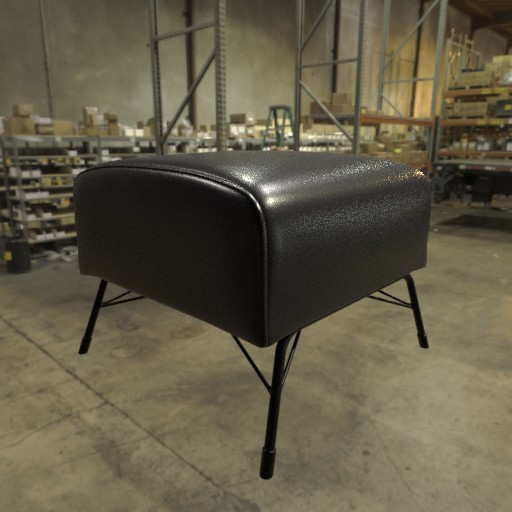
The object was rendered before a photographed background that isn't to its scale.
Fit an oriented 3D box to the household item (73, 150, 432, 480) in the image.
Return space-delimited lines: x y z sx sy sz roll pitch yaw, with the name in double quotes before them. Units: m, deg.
"household item" 0.000 0.000 0.886 0.530 0.410 0.530 13 20 41
